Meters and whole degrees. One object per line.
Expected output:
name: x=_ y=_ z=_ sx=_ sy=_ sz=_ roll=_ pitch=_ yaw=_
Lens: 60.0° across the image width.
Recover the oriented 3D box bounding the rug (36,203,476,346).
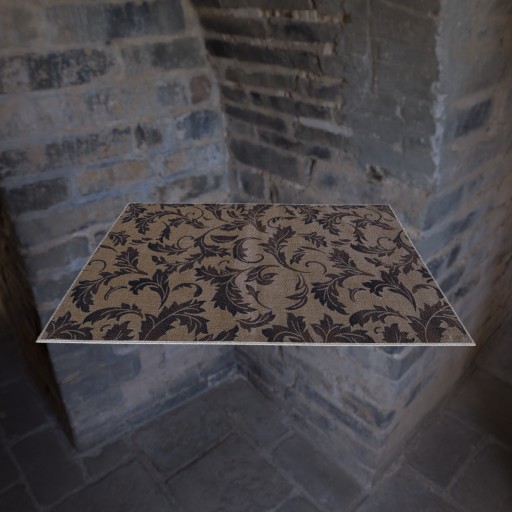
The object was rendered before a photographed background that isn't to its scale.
rug: x=0.000 y=0.000 z=4.004 sx=2.977 sy=0.008 sz=2.380 roll=0 pitch=30 yaw=1
